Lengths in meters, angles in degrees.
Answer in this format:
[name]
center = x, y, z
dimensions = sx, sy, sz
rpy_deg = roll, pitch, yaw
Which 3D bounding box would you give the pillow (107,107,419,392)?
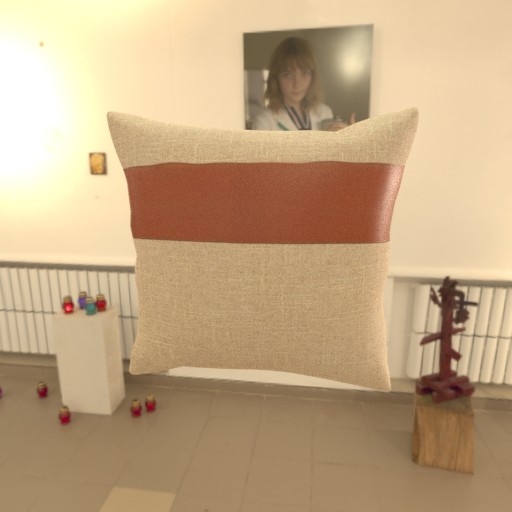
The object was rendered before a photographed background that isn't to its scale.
[pillow]
center = 0.000, 0.000, 0.632
dimensions = 0.414, 0.399, 0.173
rpy_deg = 2, 14, 7
